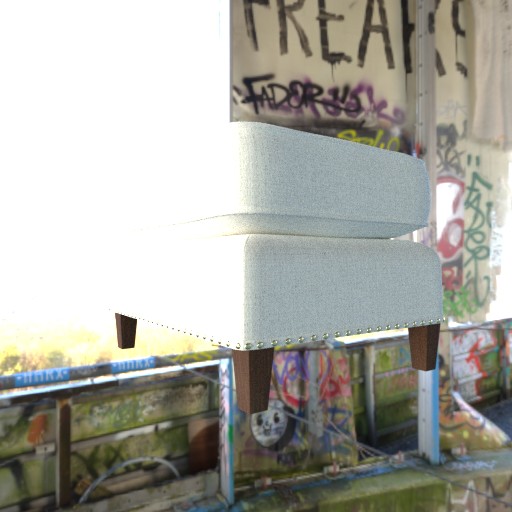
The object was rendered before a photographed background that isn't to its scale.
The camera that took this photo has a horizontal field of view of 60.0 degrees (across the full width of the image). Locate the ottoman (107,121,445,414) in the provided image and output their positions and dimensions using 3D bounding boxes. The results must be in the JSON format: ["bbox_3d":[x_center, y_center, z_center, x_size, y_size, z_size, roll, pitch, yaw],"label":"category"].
[{"bbox_3d":[0.000,0.000,1.171,0.589,0.537,0.738,0,0,-35],"label":"ottoman"}]
